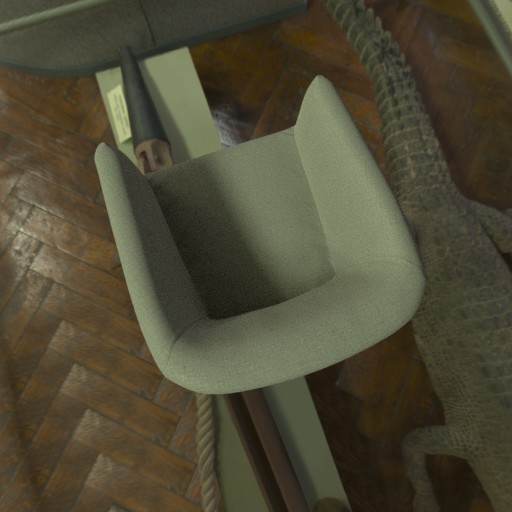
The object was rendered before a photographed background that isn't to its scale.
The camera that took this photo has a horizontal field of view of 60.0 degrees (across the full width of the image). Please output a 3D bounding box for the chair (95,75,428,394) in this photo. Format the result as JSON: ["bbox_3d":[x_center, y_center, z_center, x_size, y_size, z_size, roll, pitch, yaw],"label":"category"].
[{"bbox_3d":[0.000,0.000,1.248,0.600,0.771,0.668,-19,76,-5],"label":"chair"}]
